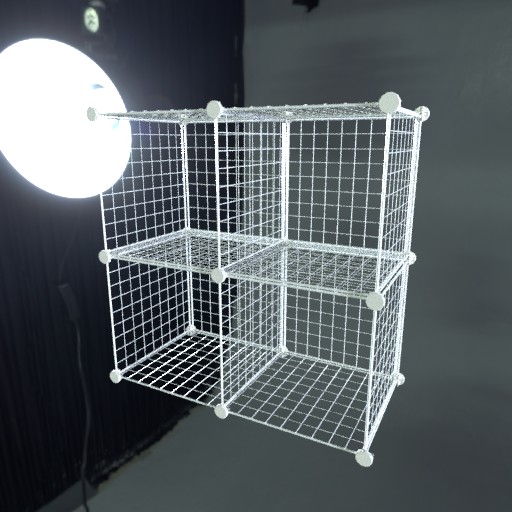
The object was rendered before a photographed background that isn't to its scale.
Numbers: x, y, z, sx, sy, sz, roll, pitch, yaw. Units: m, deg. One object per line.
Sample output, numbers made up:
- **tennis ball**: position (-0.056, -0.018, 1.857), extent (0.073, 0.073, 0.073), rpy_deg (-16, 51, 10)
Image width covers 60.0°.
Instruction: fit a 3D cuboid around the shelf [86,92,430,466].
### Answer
- **shelf**: position (0.000, 0.000, 1.110), extent (0.711, 0.711, 0.356), rpy_deg (8, 16, 27)
